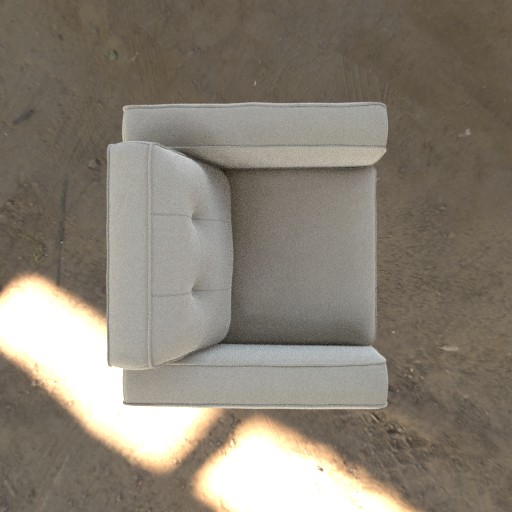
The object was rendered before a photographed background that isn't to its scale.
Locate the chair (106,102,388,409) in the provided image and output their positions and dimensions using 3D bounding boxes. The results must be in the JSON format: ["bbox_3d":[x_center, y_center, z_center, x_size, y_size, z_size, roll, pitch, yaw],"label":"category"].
[{"bbox_3d":[0.000,0.000,1.734,0.953,0.779,1.115,0,90,1],"label":"chair"}]
